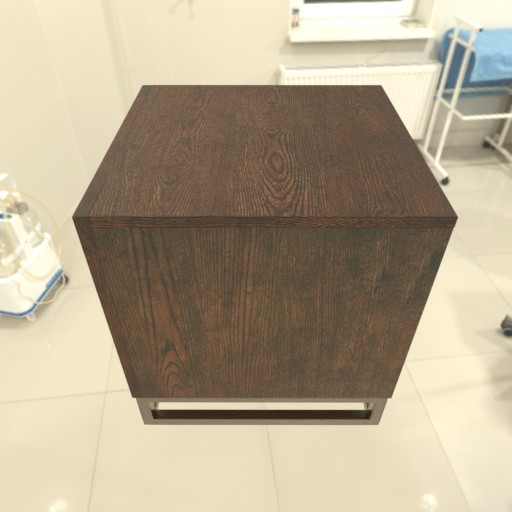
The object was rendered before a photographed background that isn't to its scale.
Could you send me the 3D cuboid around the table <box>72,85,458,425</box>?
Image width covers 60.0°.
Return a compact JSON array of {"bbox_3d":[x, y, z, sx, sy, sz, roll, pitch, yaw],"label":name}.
[{"bbox_3d":[0.000,0.000,0.998,0.566,0.582,0.506,0,41,0],"label":"table"}]
